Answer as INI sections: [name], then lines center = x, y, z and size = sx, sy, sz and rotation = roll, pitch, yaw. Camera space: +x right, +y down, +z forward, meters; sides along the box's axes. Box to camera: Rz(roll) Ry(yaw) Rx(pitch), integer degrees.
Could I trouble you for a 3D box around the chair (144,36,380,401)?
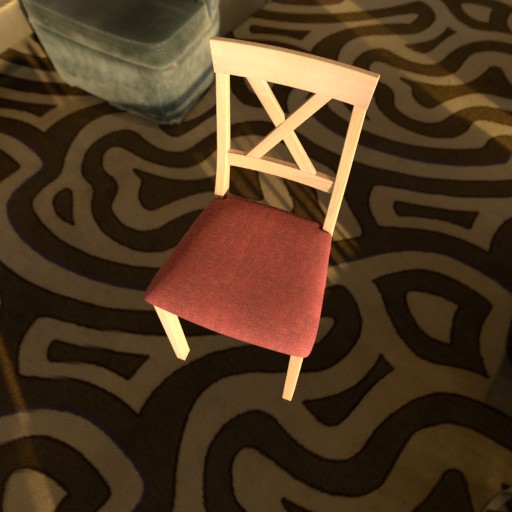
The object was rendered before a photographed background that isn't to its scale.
[chair]
center = 0.000, 0.000, 1.203
size = 0.439, 0.912, 0.492
rotation = 18, 60, 11
